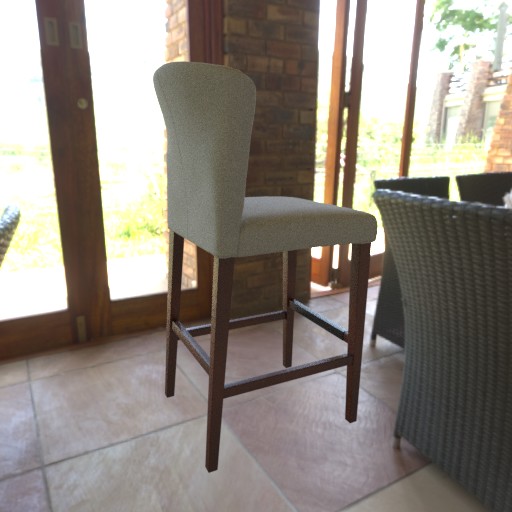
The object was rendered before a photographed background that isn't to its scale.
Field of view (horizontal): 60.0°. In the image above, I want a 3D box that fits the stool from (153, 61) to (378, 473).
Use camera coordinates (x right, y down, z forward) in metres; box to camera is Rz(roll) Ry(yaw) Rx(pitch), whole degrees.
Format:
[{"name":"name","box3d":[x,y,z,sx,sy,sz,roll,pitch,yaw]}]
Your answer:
[{"name":"stool","box3d":[0.000,0.000,1.383,0.568,1.069,0.479,-7,16,-26]}]
